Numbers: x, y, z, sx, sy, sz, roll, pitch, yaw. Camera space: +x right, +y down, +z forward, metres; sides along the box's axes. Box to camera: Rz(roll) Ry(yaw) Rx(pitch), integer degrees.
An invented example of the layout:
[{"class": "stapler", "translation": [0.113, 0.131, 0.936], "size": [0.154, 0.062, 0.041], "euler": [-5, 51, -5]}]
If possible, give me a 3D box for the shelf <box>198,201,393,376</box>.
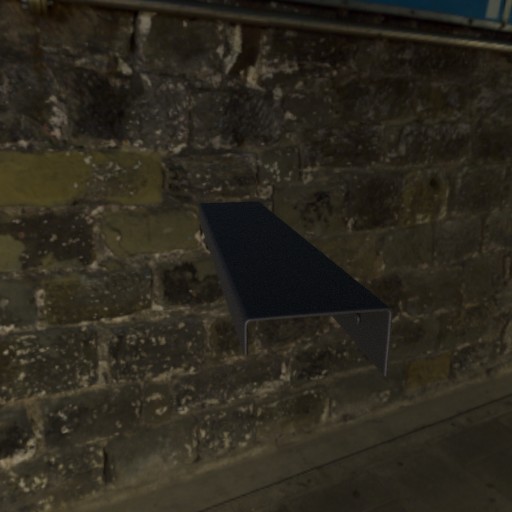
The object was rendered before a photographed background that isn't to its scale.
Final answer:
[{"class": "shelf", "translation": [0.000, 0.000, 0.508], "size": [0.102, 0.053, 0.456], "euler": [-3, 16, -10]}]
